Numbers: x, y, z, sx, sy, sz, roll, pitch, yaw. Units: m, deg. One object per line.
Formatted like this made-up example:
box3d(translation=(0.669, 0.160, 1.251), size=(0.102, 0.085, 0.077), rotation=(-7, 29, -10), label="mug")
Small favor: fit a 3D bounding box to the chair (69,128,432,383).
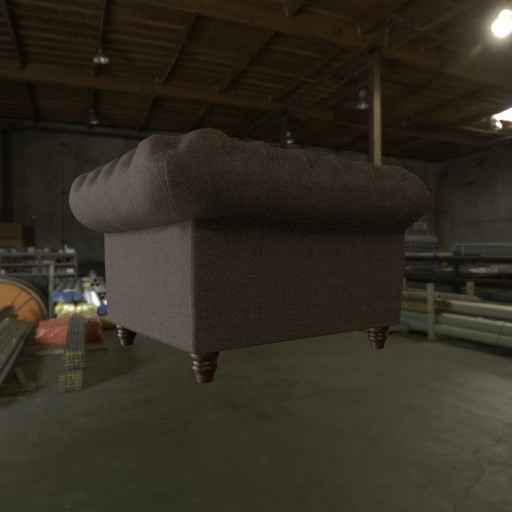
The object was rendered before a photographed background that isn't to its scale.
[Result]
box3d(translation=(0.000, 0.000, 1.871), size=(1.298, 0.780, 0.945), rotation=(0, 0, -36), label="chair")
